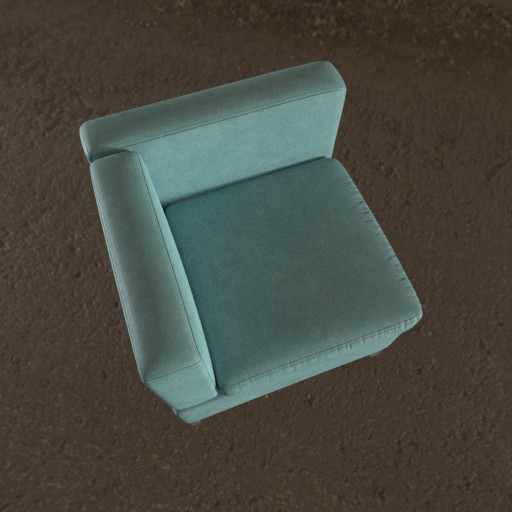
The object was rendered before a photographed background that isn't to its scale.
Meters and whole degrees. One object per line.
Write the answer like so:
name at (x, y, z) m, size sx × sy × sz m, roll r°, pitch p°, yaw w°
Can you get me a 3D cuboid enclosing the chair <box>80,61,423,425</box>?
chair at (0.000, 0.000, 1.235) m, size 0.680 × 0.660 × 0.680 m, roll -18°, pitch 65°, yaw -9°
